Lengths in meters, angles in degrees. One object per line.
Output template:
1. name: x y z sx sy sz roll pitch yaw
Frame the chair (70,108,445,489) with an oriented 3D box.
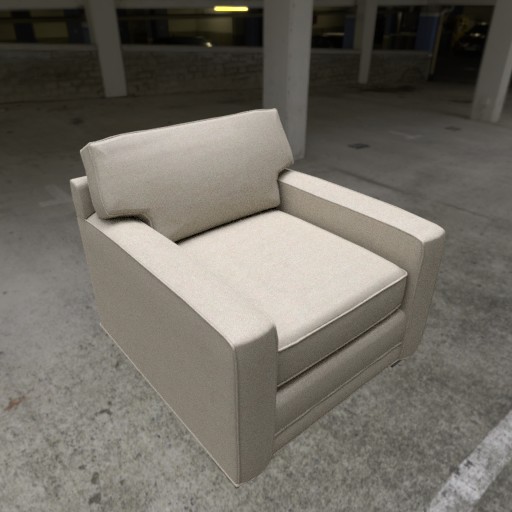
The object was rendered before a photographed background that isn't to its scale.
1. chair: 0.000 0.000 1.751 0.998 0.913 1.043 -23 37 -34
